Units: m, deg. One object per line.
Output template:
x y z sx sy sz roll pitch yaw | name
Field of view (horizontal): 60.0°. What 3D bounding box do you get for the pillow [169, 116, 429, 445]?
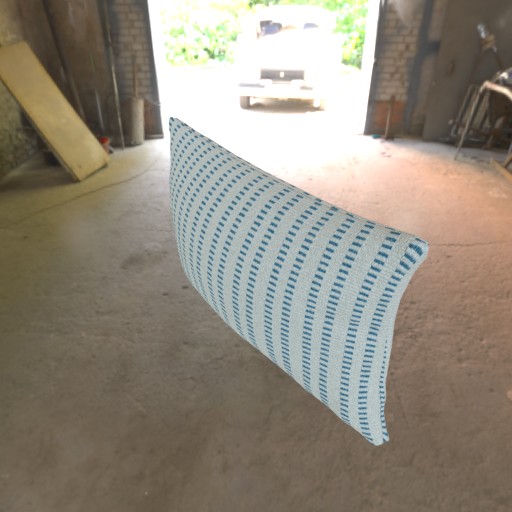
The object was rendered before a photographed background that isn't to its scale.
0.000 0.000 0.783 0.210 0.353 0.640 -20 38 -29 | pillow
